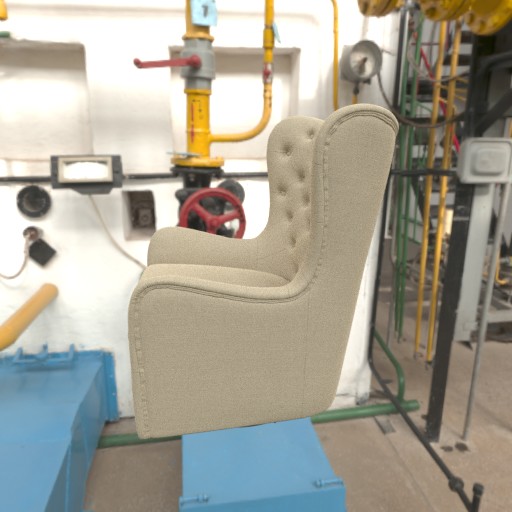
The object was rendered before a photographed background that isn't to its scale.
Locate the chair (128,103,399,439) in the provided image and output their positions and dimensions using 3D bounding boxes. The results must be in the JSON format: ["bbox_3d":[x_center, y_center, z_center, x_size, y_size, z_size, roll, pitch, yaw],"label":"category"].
[{"bbox_3d":[0.000,0.000,1.728,0.929,1.079,0.831,-2,15,-8],"label":"chair"}]
